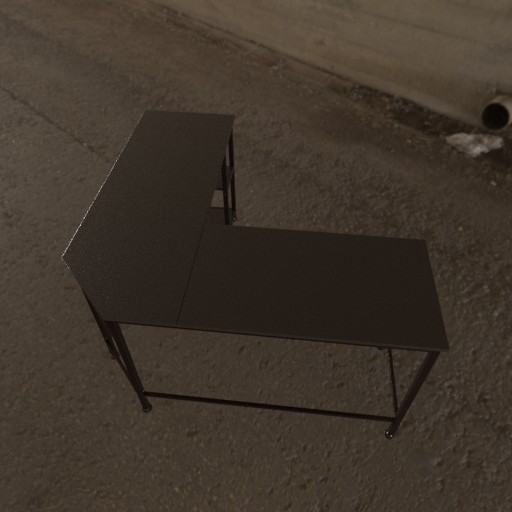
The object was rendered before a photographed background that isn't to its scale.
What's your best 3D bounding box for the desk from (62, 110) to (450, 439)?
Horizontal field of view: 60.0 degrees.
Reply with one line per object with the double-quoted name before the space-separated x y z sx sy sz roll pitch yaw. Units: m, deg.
"desk" 0.000 0.000 2.187 1.379 0.739 1.379 5 47 4
